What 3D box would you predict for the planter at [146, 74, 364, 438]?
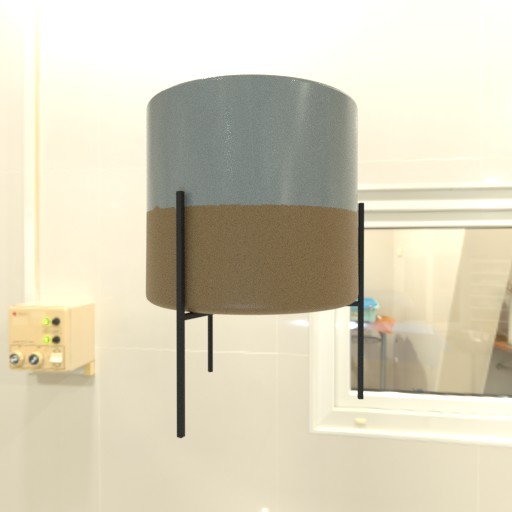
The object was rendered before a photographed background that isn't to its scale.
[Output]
[{"bbox_3d":[0.000,0.000,0.745,0.360,0.480,0.348,0,1,1],"label":"planter"}]
